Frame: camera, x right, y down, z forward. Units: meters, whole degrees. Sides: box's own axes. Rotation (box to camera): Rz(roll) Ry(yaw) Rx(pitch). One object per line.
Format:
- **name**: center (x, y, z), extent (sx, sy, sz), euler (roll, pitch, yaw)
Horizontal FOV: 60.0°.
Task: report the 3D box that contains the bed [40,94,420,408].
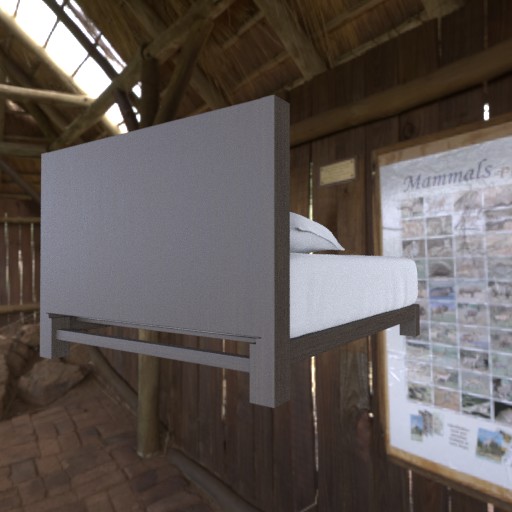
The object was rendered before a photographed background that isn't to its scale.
- **bed**: center (0.000, 0.000, 3.204), extent (1.727, 1.270, 2.242), euler (-1, -1, 35)
